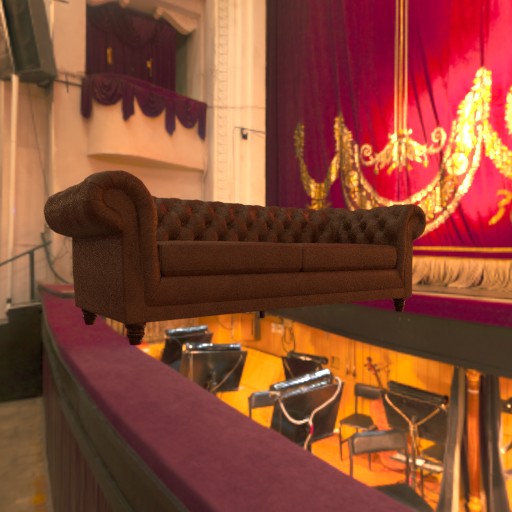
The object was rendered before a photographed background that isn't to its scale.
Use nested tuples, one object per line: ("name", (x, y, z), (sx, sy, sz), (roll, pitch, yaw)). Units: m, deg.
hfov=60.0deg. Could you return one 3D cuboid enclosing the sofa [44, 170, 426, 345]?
("sofa", (0.000, 0.000, 2.853), (2.385, 0.783, 0.944), (0, 0, -36))
